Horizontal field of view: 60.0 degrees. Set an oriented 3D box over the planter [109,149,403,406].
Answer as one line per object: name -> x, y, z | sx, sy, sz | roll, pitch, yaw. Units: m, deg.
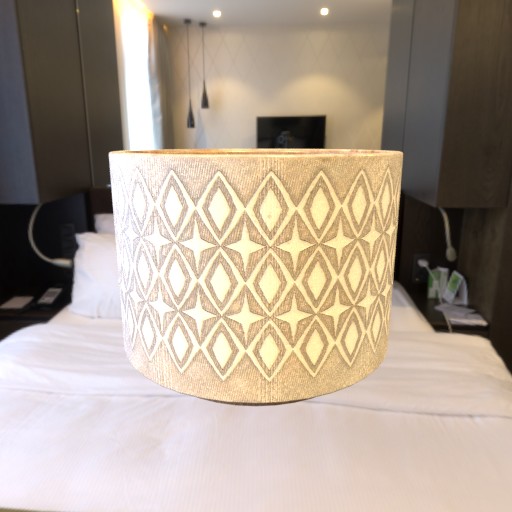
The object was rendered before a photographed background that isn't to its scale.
planter -> 0.000, 0.000, 0.312 | 0.186, 0.144, 0.186 | 0, 14, 0
